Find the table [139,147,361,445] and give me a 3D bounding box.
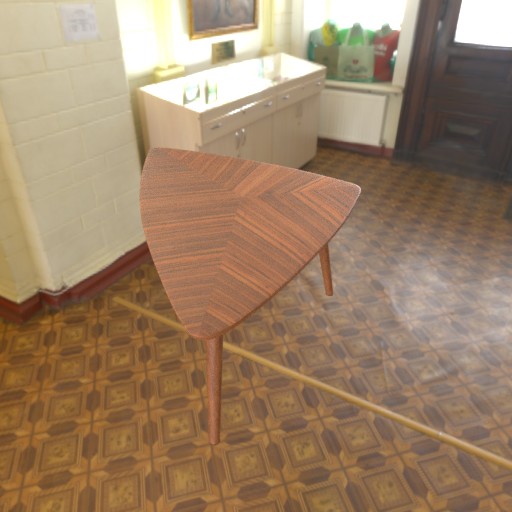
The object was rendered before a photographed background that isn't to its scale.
[{"bbox_3d":[0.000,0.000,1.274,0.601,0.365,1.008,-8,32,-13],"label":"table"}]
